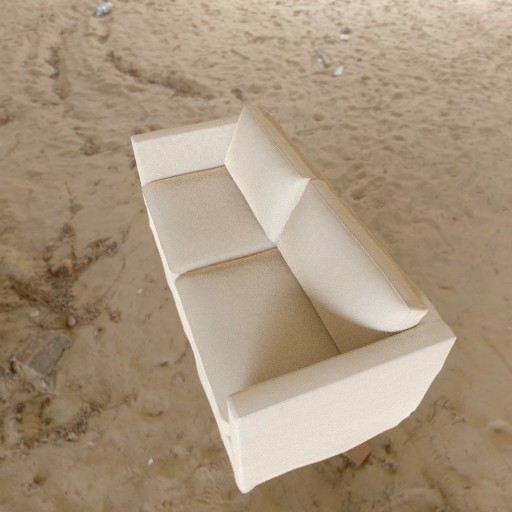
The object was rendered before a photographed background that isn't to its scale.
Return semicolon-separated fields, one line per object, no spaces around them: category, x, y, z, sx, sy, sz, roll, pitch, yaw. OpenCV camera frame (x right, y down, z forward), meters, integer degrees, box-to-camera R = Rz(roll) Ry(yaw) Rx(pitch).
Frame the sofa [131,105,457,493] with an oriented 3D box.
sofa;0.000;0.000;2.441;0.940;0.870;1.987;-16;48;-15
